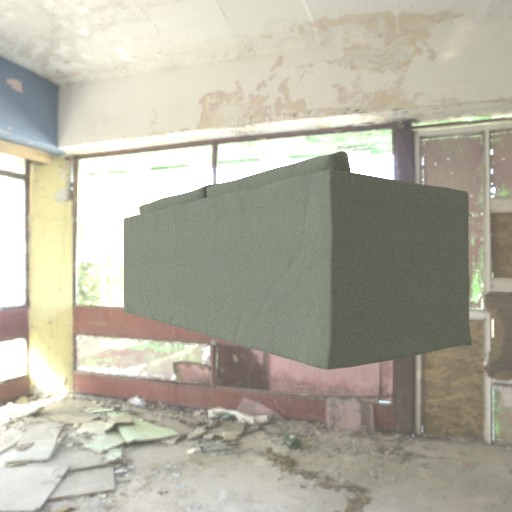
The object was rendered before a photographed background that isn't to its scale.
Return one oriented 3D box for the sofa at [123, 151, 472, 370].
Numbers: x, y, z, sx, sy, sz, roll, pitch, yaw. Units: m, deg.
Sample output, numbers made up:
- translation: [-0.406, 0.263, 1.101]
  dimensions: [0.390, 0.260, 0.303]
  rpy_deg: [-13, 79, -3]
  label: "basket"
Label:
- translation: [0.000, 0.000, 2.779]
  dimensions: [0.962, 0.853, 2.312]
  rpy_deg: [0, -1, -35]
  label: "sofa"
